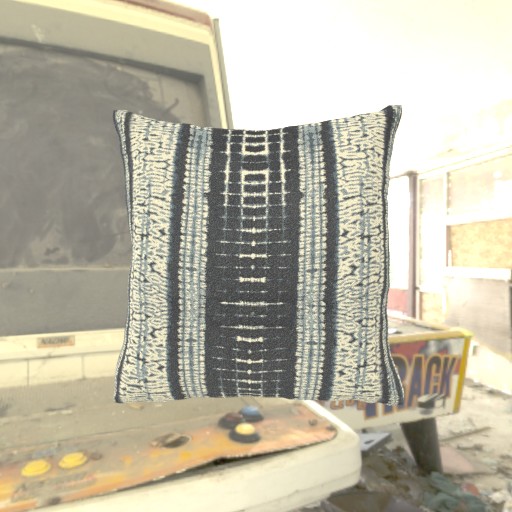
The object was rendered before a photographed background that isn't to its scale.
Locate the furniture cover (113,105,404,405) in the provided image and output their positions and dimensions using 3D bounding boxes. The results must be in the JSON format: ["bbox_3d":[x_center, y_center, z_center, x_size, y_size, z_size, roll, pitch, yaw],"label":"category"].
[{"bbox_3d":[0.000,0.000,0.647,0.425,0.435,0.133,0,0,3],"label":"furniture cover"}]
